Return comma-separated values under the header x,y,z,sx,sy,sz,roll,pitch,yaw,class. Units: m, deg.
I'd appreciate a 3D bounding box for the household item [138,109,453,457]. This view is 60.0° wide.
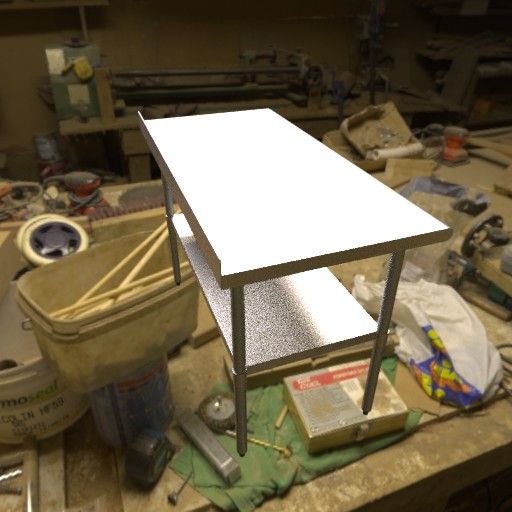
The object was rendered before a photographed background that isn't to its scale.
x,y,z,sx,sy,sz,roll,pitch,yaw,class
0.000,0.000,1.706,0.610,0.851,1.219,-11,34,-17,household item
